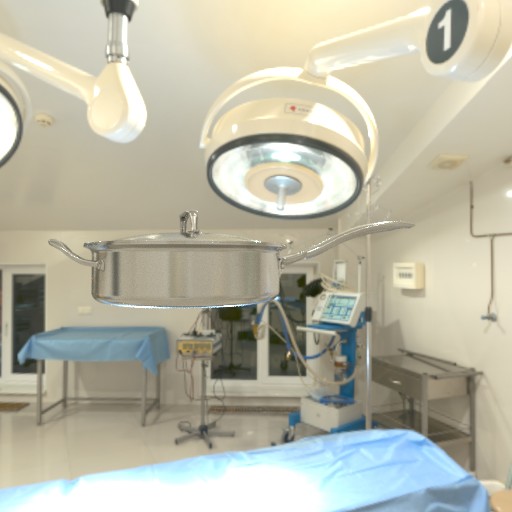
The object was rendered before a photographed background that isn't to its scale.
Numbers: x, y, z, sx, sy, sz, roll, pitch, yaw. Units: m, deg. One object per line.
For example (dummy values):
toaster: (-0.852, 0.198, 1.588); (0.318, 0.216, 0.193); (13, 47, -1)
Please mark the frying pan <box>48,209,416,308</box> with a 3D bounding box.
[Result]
frying pan: (0.000, 0.000, 0.582); (0.492, 0.111, 0.245); (0, -1, -19)
